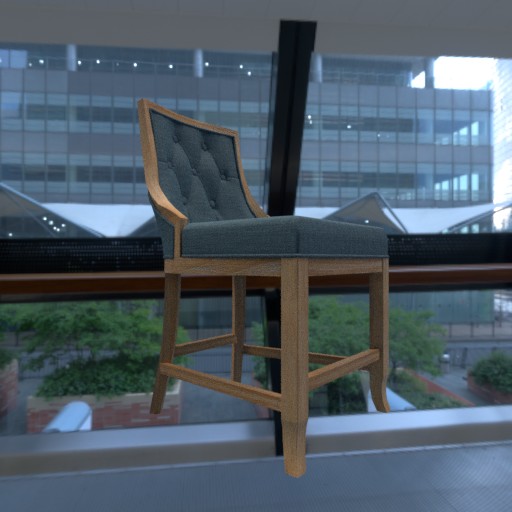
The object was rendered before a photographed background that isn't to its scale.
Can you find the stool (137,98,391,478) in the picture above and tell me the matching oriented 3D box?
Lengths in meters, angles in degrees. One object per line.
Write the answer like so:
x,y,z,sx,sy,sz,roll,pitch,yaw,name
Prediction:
0.000,0.000,1.324,0.626,0.938,0.524,0,0,38,stool
